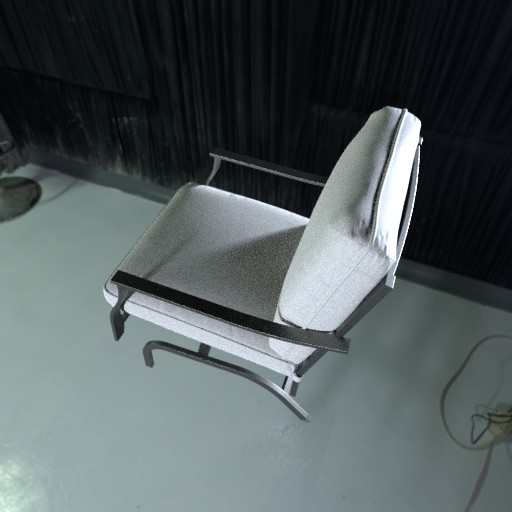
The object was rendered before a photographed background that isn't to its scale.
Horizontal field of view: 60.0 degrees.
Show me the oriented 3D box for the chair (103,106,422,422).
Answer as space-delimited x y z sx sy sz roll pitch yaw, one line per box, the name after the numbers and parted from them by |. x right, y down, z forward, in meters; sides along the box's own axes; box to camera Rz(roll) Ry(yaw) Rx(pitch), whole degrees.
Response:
0.000 0.000 1.365 0.787 0.860 0.650 15 48 14 | chair
